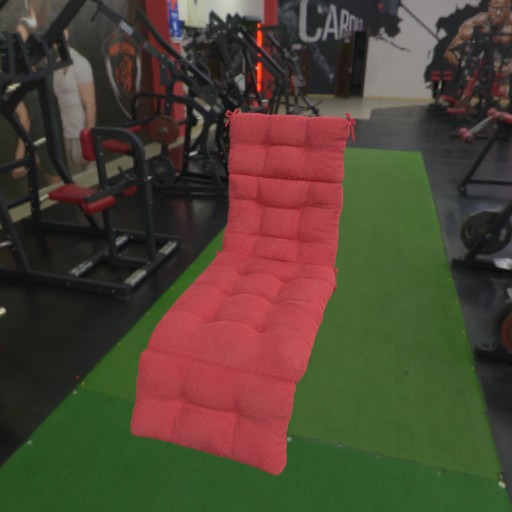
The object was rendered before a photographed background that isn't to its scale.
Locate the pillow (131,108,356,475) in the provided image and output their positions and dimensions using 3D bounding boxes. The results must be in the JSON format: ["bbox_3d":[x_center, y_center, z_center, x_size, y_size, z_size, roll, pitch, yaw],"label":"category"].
[{"bbox_3d":[0.000,0.000,1.531,0.526,0.863,1.016,8,27,16],"label":"pillow"}]
